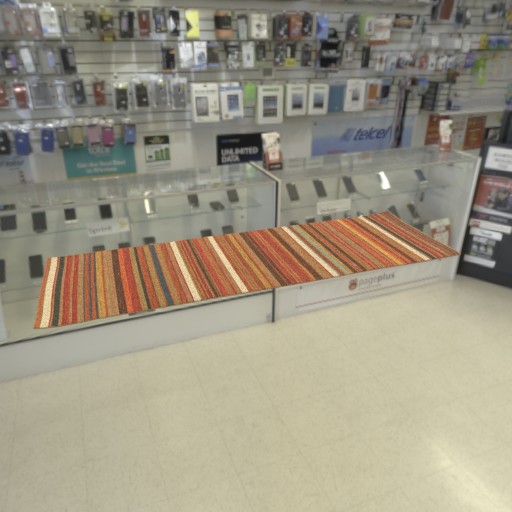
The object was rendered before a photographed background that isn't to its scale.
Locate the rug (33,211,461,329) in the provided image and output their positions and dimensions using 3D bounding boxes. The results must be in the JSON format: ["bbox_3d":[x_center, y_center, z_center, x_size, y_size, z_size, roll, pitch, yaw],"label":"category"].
[{"bbox_3d":[0.000,0.000,2.731,2.444,0.030,0.799,-9,27,-17],"label":"rug"}]
